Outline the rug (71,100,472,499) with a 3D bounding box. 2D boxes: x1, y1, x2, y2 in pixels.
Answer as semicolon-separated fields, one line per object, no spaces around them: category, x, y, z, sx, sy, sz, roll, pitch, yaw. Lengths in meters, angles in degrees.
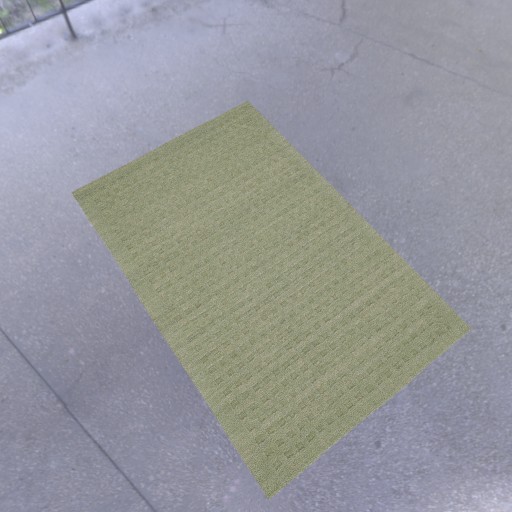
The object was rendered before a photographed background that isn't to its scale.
rug;0.000;0.000;2.163;1.143;0.006;1.747;-33;67;-16
